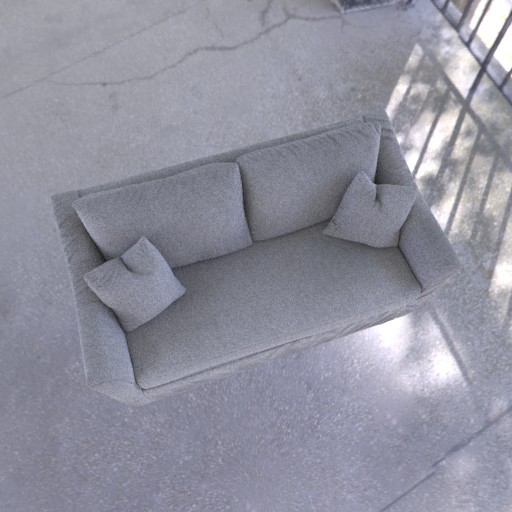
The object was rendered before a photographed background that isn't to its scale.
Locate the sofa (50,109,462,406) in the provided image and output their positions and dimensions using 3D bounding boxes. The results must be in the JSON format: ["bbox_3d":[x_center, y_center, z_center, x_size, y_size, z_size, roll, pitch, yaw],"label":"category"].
[{"bbox_3d":[0.000,0.000,2.605,2.010,1.018,1.072,-17,64,-9],"label":"sofa"}]
